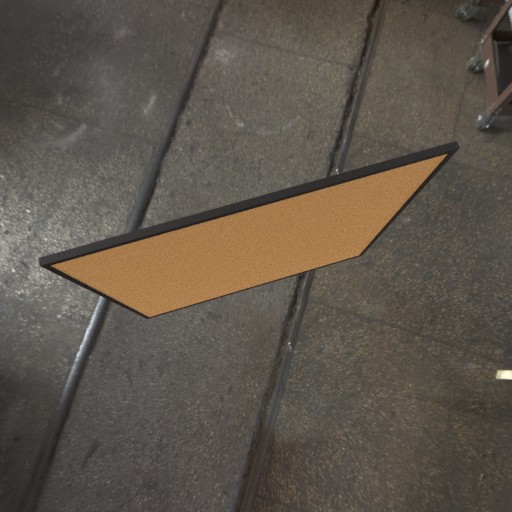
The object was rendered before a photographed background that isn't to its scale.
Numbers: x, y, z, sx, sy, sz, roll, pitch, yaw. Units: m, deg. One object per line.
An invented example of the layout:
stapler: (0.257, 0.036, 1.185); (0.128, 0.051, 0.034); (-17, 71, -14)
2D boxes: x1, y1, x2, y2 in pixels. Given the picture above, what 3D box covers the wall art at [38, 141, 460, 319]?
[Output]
wall art: (0.000, 0.000, 0.994); (0.664, 0.663, 0.015); (-16, 76, -4)
